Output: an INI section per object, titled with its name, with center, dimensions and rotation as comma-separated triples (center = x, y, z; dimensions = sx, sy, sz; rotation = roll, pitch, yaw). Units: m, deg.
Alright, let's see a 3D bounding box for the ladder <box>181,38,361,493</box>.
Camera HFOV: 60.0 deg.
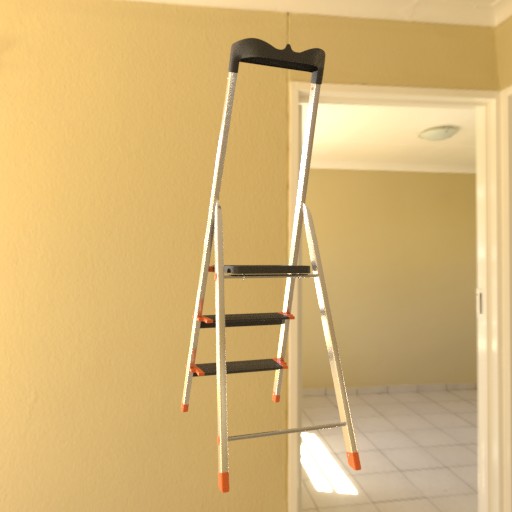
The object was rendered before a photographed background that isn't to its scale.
[ladder]
center = 0.000, 0.000, 1.536
dimensions = 0.416, 1.229, 0.686
rotation = 0, -1, -18
